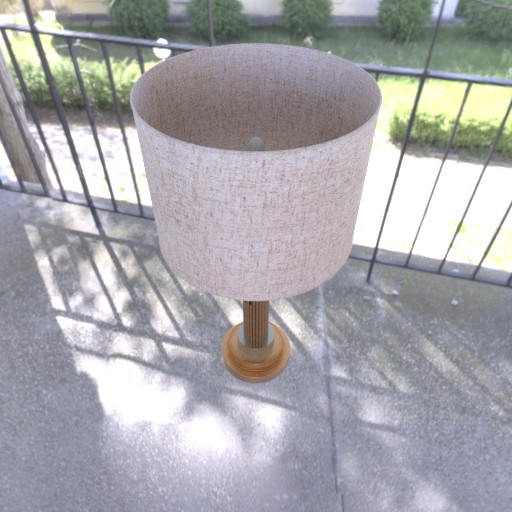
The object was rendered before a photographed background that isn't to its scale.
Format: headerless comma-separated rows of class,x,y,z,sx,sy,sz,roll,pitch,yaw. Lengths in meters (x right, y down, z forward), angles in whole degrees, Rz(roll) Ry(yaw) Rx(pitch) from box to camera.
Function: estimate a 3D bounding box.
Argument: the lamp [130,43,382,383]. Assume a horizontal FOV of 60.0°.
lamp,0.000,0.000,0.787,0.321,0.610,0.321,10,45,11
